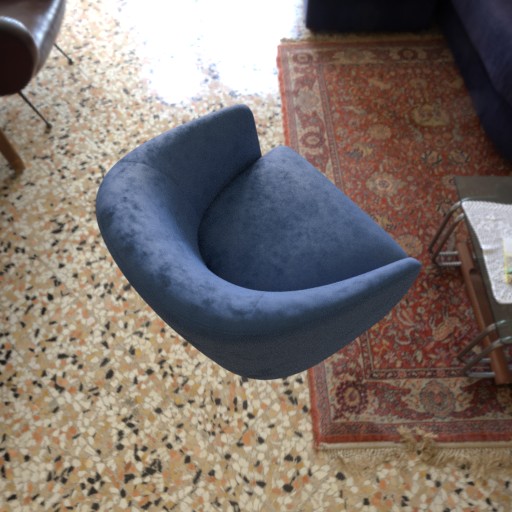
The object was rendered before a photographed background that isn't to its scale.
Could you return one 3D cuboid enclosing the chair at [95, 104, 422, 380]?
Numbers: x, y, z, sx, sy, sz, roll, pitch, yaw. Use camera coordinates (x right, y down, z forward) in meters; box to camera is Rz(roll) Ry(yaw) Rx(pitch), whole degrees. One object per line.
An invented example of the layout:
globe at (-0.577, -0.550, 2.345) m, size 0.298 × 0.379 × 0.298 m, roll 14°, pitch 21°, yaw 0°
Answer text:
chair at (0.000, 0.000, 1.383) m, size 0.767 × 0.698 × 0.773 m, roll -32°, pitch 63°, yaw -19°
